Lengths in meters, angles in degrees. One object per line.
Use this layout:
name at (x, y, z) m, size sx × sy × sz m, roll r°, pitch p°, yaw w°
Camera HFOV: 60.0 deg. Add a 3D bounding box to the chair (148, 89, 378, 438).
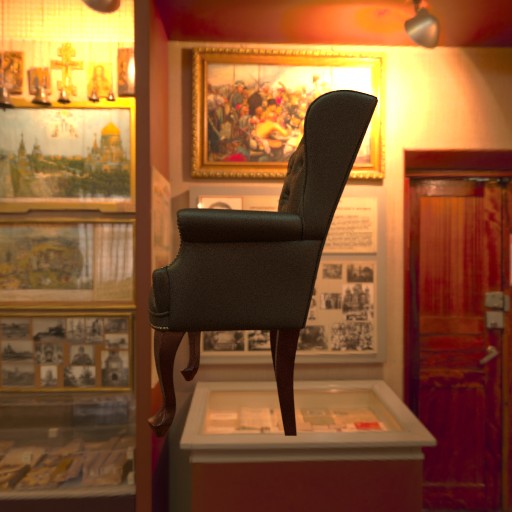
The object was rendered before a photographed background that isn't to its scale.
chair at (0.000, 0.000, 1.674) m, size 0.762 × 1.111 × 0.838 m, roll 0°, pitch 0°, yaw 0°
